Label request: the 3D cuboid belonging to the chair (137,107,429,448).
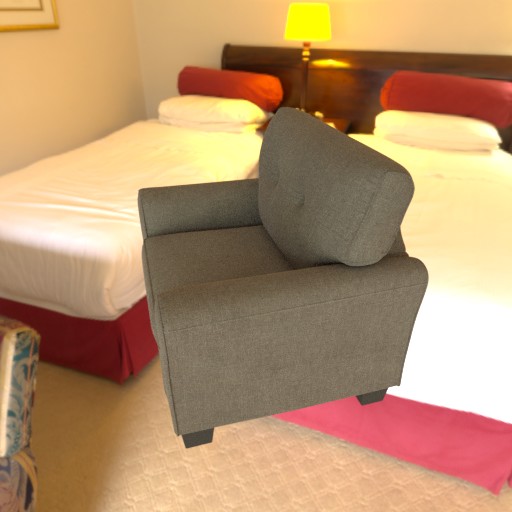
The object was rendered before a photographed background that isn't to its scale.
[{"bbox_3d":[0.000,0.000,1.638,0.816,0.890,0.941,-8,31,-14],"label":"chair"}]
